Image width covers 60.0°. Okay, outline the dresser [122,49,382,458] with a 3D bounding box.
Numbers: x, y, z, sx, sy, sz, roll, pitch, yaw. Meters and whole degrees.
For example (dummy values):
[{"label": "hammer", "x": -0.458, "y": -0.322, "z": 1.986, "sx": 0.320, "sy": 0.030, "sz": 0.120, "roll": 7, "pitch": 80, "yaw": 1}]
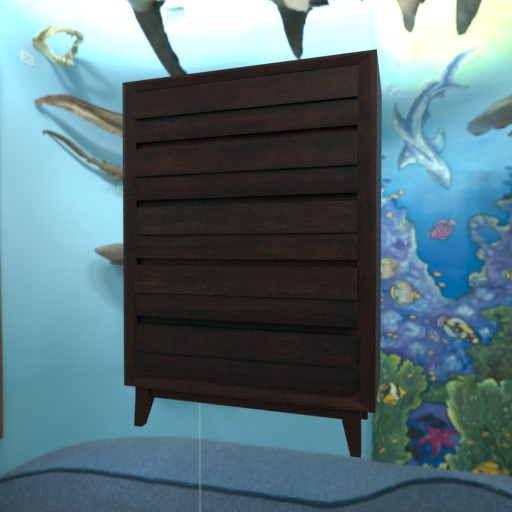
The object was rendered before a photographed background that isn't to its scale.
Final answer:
[{"label": "dresser", "x": 0.000, "y": 0.000, "z": 2.008, "sx": 1.072, "sy": 1.514, "sz": 0.506, "roll": 0, "pitch": 1, "yaw": 18}]
